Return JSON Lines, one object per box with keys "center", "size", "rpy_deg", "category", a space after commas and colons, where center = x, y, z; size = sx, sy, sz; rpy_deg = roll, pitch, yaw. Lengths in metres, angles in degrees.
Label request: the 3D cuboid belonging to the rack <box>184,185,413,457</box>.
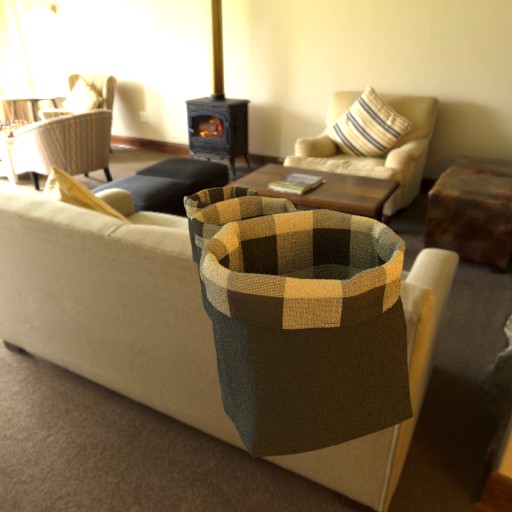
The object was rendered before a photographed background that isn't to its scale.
{"center": [0.000, 0.000, 1.073], "size": [0.370, 0.329, 0.889], "rpy_deg": [-8, 27, -16], "category": "rack"}
